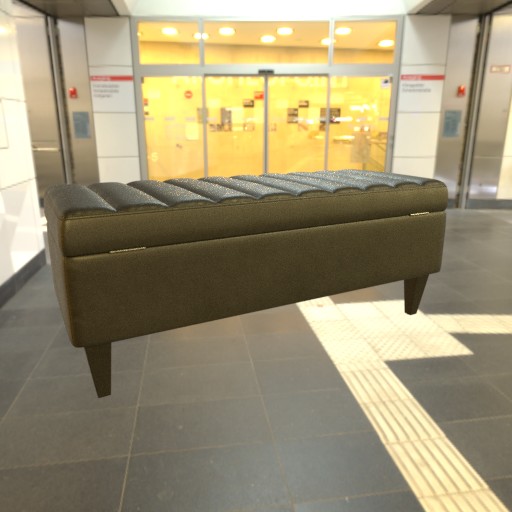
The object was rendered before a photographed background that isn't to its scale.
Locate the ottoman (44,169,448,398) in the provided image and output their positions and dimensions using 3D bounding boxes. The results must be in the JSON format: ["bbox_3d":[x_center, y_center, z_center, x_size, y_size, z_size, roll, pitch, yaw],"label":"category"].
[{"bbox_3d":[0.000,0.000,1.390,1.151,0.469,0.482,-8,18,-27],"label":"ottoman"}]
